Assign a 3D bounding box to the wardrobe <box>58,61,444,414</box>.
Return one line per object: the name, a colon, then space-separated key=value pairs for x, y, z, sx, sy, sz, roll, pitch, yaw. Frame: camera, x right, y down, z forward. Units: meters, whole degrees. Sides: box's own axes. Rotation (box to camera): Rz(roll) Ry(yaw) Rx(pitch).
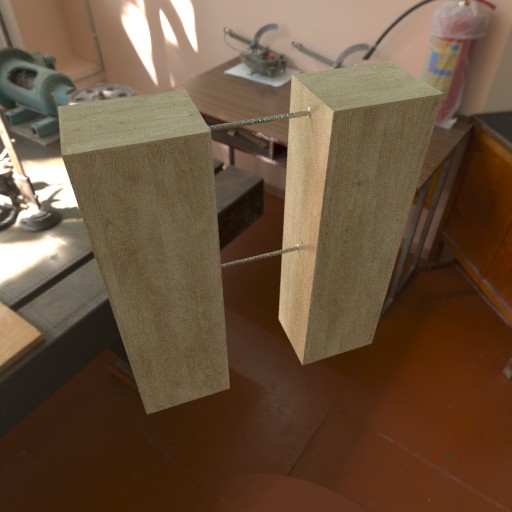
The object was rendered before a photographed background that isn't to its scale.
wardrobe: x=0.000 y=0.000 z=2.773 sx=1.770 sy=2.000 sz=0.480 roll=-14 pitch=44 yaw=-15
